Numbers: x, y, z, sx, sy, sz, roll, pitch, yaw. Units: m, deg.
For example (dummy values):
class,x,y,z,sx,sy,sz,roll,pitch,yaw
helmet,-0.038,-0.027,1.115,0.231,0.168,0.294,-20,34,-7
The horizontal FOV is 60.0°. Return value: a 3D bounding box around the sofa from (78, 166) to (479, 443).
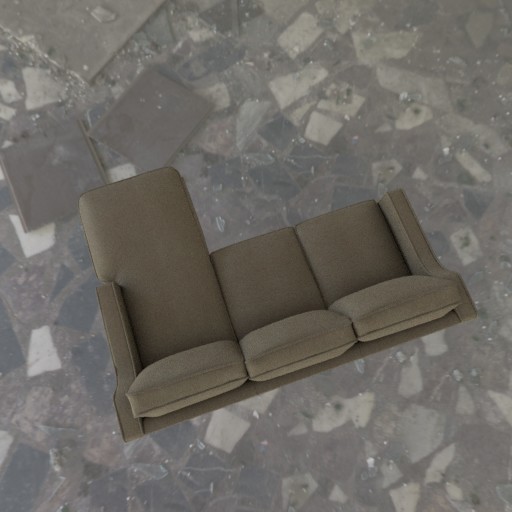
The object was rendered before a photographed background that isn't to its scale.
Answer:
class,x,y,z,sx,sy,sz,roll,pitch,yaw
sofa,0.000,0.000,3.236,2.317,1.081,1.858,-18,75,-5
